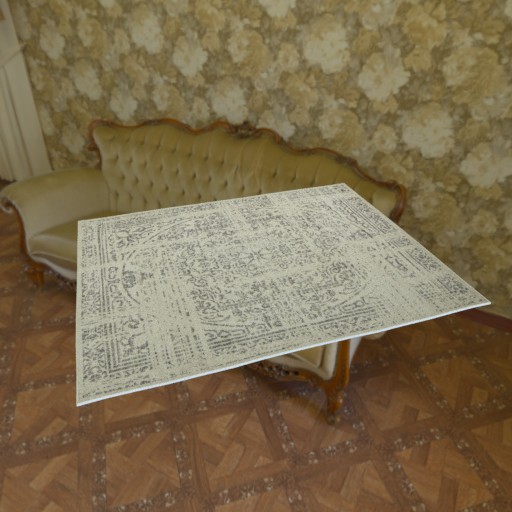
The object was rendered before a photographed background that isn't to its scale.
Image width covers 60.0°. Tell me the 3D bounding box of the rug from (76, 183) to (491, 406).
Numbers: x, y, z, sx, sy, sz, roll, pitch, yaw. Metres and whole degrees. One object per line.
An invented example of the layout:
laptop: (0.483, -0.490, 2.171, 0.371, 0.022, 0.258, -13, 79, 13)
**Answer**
rug: (0.000, 0.000, 3.802, 2.921, 0.032, 2.311, -10, 34, -15)
